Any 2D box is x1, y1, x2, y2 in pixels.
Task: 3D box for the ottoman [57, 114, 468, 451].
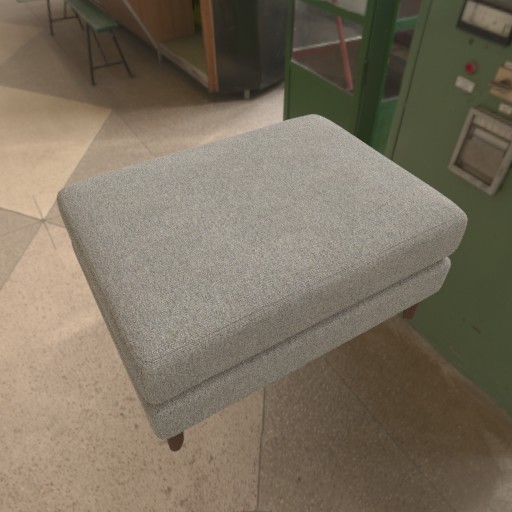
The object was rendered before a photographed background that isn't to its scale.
[{"bbox_3d":[0.000,0.000,1.178,0.821,0.441,0.611,-23,49,-22],"label":"ottoman"}]
